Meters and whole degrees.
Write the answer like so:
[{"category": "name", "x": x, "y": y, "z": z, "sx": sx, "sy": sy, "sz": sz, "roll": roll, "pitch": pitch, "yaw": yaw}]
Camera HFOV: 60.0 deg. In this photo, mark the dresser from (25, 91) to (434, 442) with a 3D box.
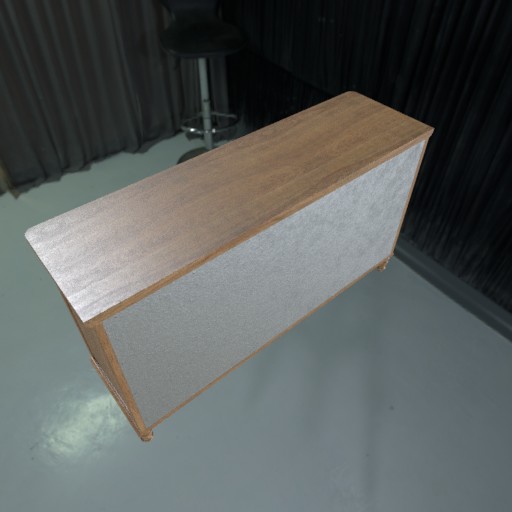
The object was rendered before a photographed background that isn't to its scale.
[{"category": "dresser", "x": 0.000, "y": 0.000, "z": 1.979, "sx": 1.583, "sy": 0.892, "sz": 0.468, "roll": -31, "pitch": 53, "yaw": -26}]
